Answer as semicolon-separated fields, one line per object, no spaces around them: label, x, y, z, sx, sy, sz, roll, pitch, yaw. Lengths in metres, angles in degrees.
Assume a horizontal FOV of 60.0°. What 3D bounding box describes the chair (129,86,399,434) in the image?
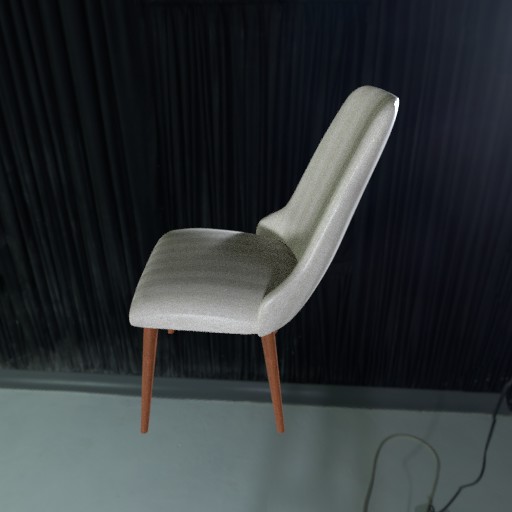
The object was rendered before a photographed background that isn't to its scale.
chair;0.000;0.000;1.309;0.684;0.917;0.526;0;28;0
